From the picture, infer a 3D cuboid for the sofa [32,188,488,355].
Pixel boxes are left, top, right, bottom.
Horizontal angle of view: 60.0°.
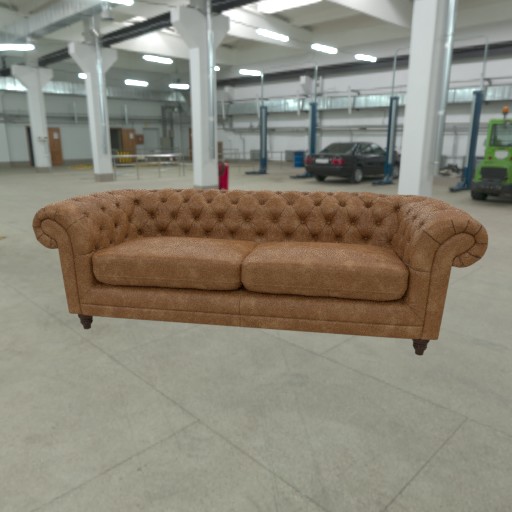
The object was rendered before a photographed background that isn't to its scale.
[{"bbox_3d":[0.000,0.000,2.761,2.365,0.760,0.989,3,15,10],"label":"sofa"}]
